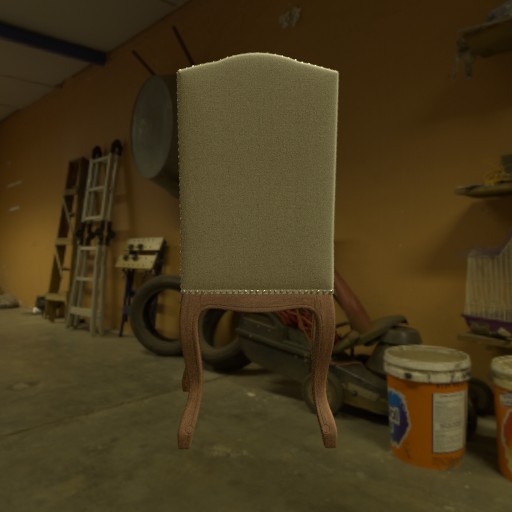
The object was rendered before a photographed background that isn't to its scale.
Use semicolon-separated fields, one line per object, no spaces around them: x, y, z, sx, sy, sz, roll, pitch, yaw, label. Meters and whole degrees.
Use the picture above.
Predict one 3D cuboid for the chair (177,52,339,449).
0.000;0.000;1.601;0.623;1.165;0.715;0;0;-1;chair
